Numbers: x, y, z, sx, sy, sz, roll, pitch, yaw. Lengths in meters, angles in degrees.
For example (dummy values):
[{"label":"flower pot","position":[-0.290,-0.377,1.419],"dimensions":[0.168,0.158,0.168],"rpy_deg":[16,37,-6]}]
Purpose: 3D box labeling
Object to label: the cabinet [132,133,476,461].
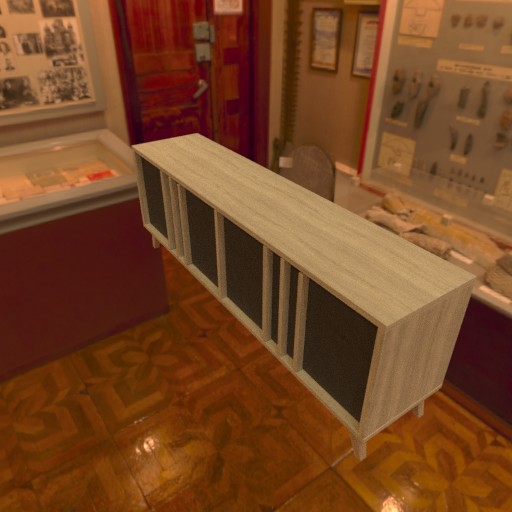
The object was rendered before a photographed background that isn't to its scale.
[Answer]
[{"label":"cabinet","position":[0.000,0.000,2.513],"dimensions":[0.499,0.779,2.198],"rpy_deg":[-20,37,-29]}]
